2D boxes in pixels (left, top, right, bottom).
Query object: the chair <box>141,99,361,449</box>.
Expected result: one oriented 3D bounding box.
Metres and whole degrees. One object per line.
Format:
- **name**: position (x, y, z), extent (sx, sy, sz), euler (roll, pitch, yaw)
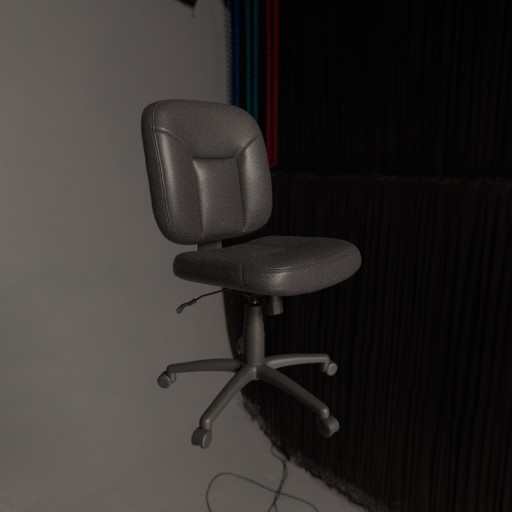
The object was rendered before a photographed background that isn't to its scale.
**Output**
- **chair**: position (0.000, 0.000, 1.383), extent (0.647, 0.959, 0.646), euler (-13, 18, -43)
